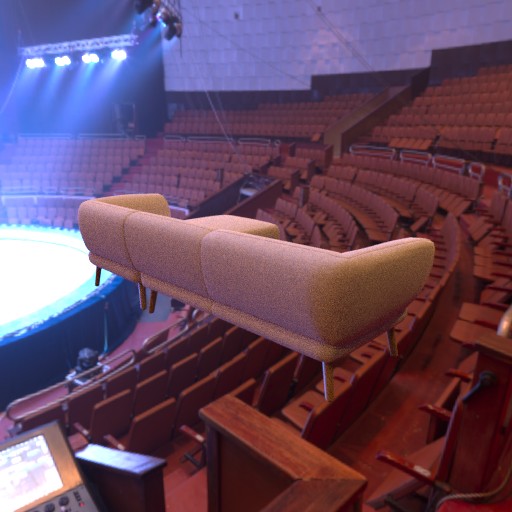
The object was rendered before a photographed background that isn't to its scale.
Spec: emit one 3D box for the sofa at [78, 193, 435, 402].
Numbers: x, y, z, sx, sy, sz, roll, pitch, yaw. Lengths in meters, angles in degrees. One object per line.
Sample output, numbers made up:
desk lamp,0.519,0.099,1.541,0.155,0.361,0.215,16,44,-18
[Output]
sofa,0.000,0.000,3.257,2.660,0.730,1.610,14,21,43
